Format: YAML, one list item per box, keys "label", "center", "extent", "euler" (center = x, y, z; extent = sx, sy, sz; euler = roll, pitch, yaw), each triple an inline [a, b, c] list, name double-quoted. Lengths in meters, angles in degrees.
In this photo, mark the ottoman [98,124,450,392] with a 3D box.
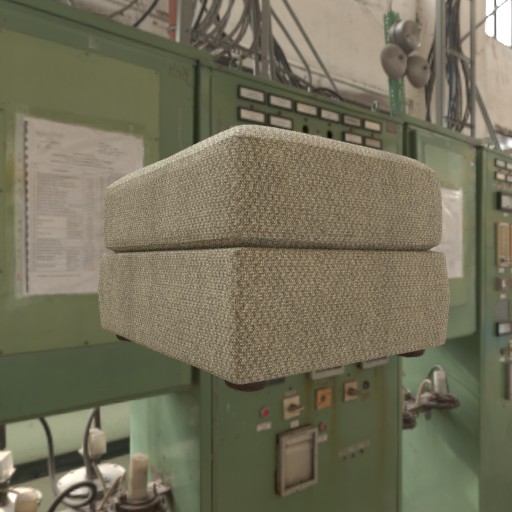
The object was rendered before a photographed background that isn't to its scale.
- label: "ottoman"
  center: [0.000, 0.000, 1.149]
  extent: [0.603, 0.476, 0.751]
  euler: [0, -1, -36]
